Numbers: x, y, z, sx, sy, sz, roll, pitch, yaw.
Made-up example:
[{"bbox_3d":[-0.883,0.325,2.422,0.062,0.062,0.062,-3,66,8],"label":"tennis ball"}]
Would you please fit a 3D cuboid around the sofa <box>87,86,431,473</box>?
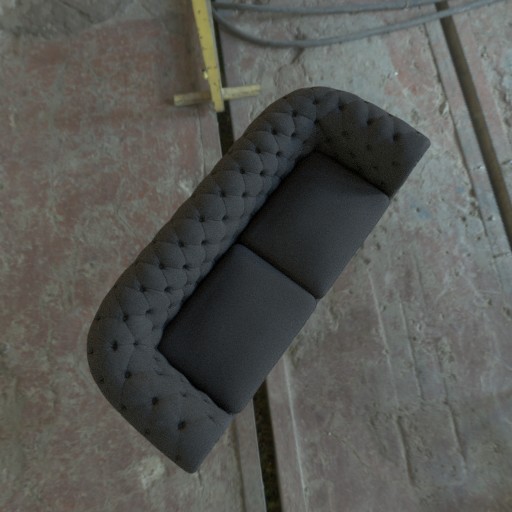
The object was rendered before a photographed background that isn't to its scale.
[{"bbox_3d":[0.000,0.000,2.806,0.991,0.762,2.362,36,77,9],"label":"sofa"}]
